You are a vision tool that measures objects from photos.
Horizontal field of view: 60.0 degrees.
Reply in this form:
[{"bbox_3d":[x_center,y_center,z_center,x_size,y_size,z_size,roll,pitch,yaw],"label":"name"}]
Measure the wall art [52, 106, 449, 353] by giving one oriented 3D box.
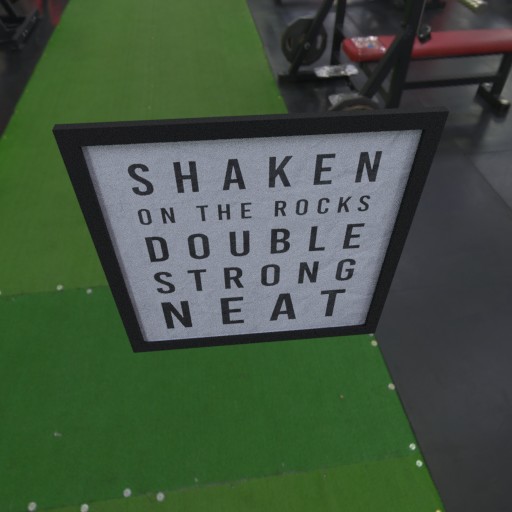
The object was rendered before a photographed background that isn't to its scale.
[{"bbox_3d":[0.000,0.000,0.675,0.456,0.458,0.013,-4,46,-4],"label":"wall art"}]
